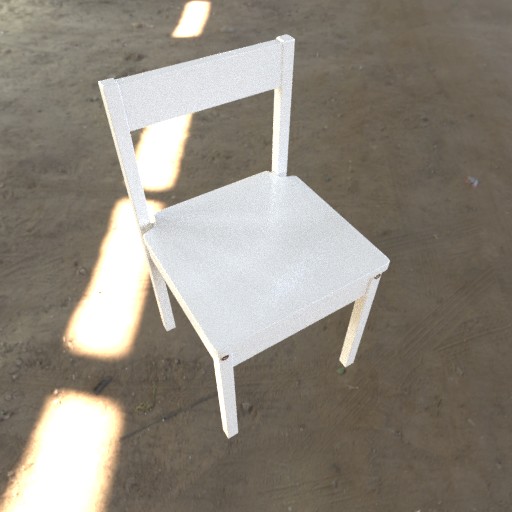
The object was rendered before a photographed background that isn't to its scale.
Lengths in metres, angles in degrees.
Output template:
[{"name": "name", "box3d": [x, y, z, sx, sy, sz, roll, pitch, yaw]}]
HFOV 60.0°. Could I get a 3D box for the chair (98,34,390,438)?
[{"name": "chair", "box3d": [0.000, 0.000, 0.889, 0.367, 0.668, 0.361, -24, 52, -21]}]
